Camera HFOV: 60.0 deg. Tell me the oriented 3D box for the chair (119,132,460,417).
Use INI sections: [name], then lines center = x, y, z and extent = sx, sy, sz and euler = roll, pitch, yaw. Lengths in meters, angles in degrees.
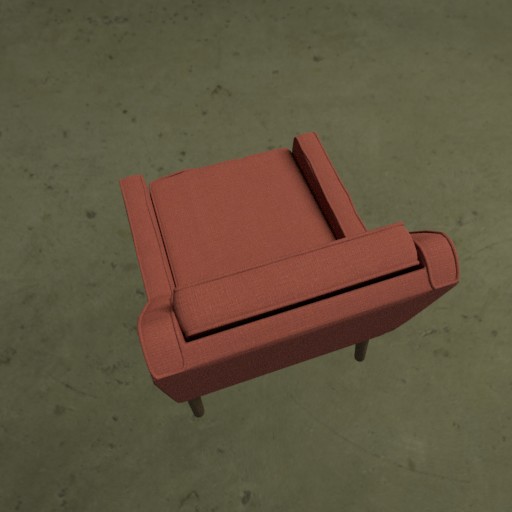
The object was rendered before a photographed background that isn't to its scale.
[chair]
center = 0.000, 0.000, 1.343
extent = 0.680, 0.812, 0.770
euler = -16, 60, -10
